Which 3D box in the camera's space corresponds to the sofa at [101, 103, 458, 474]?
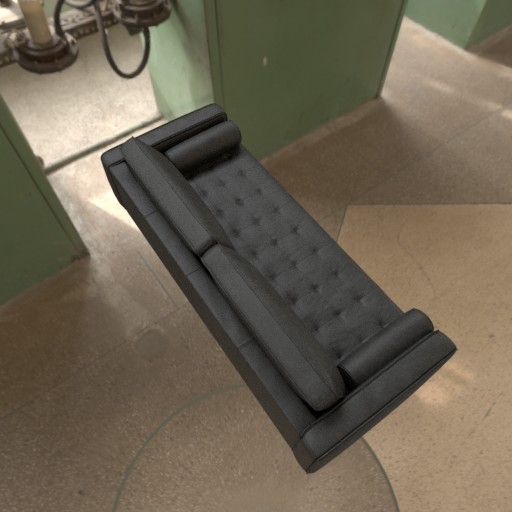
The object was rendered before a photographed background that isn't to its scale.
[{"bbox_3d":[0.000,0.000,2.616,0.914,0.762,2.210,-31,63,-18],"label":"sofa"}]
